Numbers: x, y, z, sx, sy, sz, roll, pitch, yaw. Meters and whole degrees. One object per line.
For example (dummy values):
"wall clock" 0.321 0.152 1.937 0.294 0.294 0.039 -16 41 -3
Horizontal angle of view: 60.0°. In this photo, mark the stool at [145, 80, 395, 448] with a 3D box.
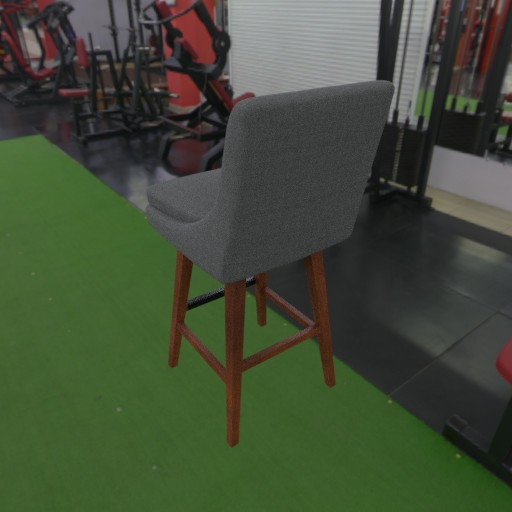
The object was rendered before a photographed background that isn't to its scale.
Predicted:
"stool" 0.000 0.000 1.271 0.447 0.977 0.524 -20 35 -30
